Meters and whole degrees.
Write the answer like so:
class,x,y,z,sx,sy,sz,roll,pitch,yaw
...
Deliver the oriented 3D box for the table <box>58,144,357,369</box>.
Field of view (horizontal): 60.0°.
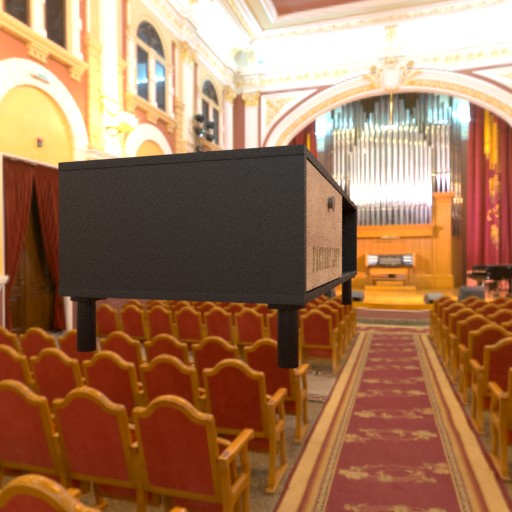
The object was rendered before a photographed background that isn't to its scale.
class,x,y,z,sx,sy,sz,roll,pitch,yaw
table,0.000,0.000,1.378,0.550,0.400,1.100,0,0,18
